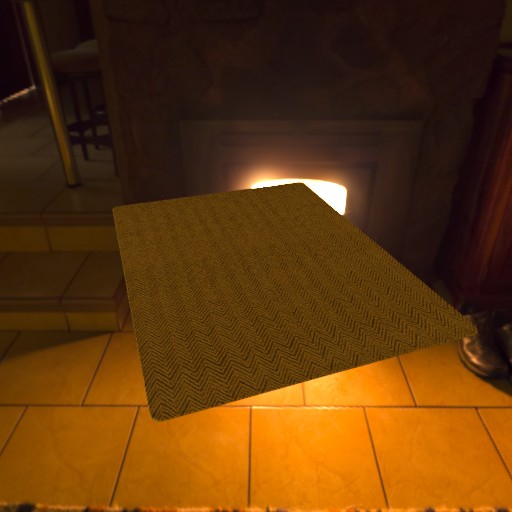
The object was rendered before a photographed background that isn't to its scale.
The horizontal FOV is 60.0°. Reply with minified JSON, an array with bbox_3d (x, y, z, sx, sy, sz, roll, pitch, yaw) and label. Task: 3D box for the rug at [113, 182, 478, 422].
[{"bbox_3d":[0.000,0.000,4.248,2.439,0.014,3.207,-10,32,-17],"label":"rug"}]
